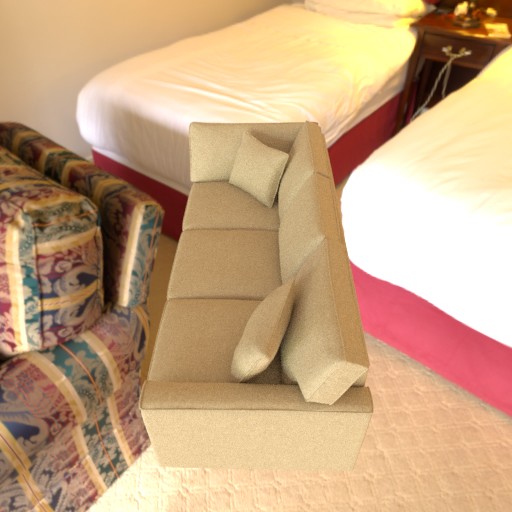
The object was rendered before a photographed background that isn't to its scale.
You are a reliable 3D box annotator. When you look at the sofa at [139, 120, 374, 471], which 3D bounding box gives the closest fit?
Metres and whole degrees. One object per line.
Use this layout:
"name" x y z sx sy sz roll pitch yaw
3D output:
"sofa" 0.000 0.000 2.831 1.061 0.962 2.317 1 42 1
